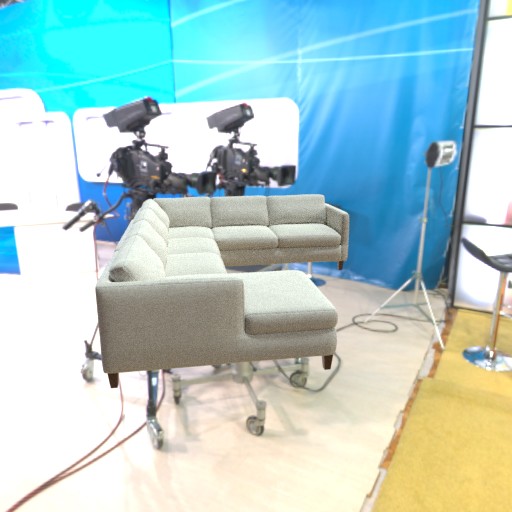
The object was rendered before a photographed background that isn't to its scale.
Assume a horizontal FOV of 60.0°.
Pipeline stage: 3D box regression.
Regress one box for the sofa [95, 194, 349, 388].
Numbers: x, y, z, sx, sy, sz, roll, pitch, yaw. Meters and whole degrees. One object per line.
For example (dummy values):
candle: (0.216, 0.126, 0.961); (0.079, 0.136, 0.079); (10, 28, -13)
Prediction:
sofa: (0.000, 0.000, 4.450); (2.551, 0.853, 3.238); (-2, 15, -9)
